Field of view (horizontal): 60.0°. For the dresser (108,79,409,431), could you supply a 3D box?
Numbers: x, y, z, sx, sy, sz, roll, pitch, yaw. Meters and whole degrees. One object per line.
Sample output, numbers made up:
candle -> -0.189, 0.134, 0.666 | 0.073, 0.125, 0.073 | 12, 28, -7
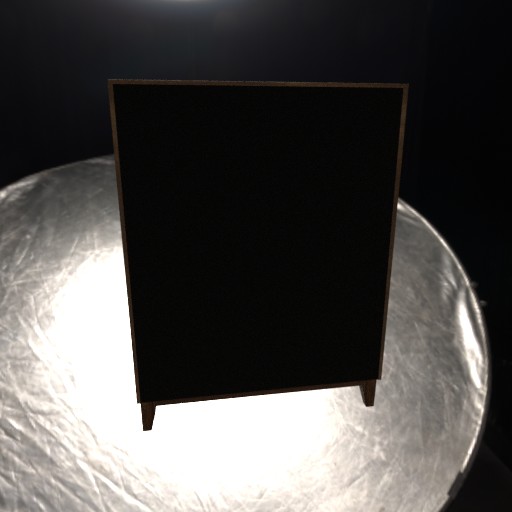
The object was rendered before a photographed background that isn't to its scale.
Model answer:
dresser -> 0.000, 0.000, 1.945 | 1.062, 1.393, 0.442 | -3, 17, -9
